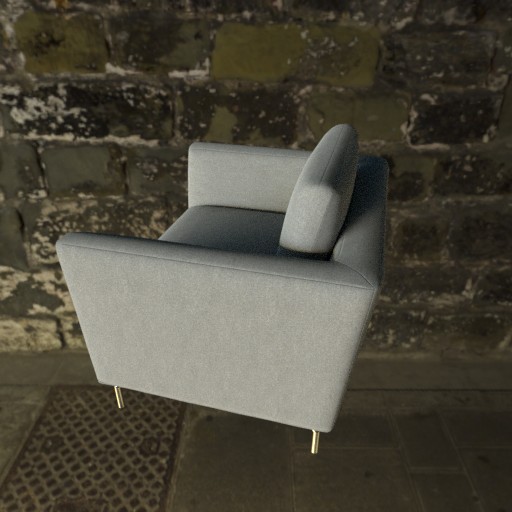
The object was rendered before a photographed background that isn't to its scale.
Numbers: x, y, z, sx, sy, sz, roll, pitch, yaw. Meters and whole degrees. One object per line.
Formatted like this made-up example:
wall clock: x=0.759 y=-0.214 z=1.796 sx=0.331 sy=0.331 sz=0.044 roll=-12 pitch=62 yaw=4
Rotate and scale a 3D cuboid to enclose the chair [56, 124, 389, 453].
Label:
chair: x=0.000 y=0.000 z=1.666 sx=0.889 sy=0.864 sz=1.041 roll=8 pitch=31 yaw=13
